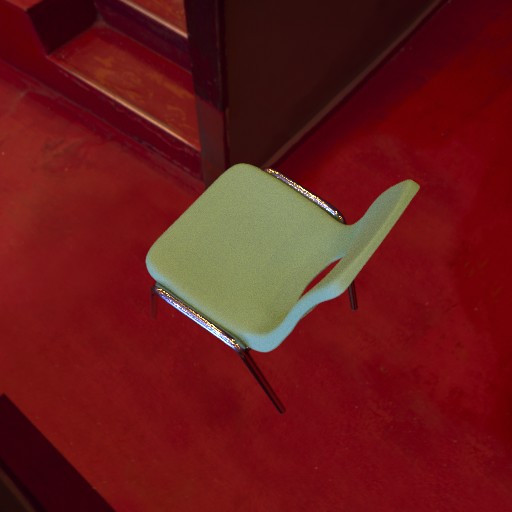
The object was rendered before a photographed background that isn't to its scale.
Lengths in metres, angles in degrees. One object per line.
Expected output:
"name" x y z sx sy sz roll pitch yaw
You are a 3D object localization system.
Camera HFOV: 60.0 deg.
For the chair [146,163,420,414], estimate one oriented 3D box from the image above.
"chair" 0.000 0.000 0.916 0.436 0.653 0.381 34 68 16
